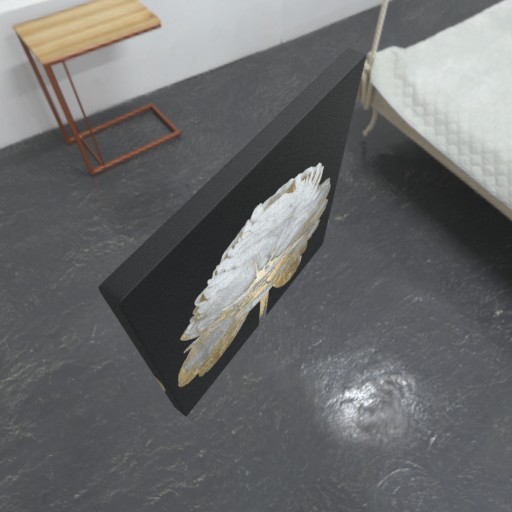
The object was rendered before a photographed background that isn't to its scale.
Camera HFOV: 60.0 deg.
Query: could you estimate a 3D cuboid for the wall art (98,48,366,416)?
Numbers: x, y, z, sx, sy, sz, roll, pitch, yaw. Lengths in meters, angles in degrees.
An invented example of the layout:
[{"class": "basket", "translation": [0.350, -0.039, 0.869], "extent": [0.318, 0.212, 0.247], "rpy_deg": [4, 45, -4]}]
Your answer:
[{"class": "wall art", "translation": [0.000, 0.000, 0.923], "extent": [0.043, 0.611, 0.610], "rpy_deg": [32, 63, 18]}]
